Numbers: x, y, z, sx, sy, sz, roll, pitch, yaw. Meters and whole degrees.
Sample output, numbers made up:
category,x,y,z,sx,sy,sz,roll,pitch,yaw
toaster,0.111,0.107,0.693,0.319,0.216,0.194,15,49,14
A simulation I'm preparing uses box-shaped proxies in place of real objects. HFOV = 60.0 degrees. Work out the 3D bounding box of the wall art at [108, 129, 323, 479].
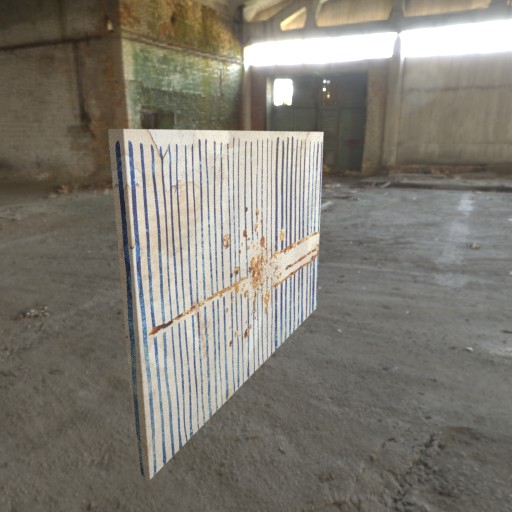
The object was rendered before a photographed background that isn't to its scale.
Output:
category,x,y,z,sx,sy,sz,roll,pitch,yaw
wall art,0.000,0.000,1.396,0.038,0.757,1.143,7,17,25
